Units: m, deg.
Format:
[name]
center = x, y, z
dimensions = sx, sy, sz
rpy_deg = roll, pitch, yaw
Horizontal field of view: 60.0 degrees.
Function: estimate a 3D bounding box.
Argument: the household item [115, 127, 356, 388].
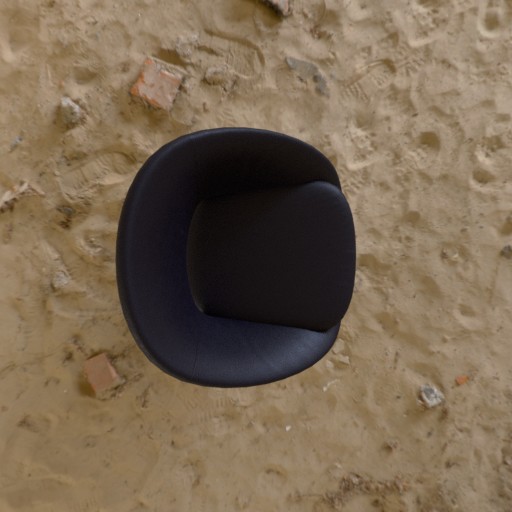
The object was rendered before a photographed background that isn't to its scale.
[household item]
center = 0.000, 0.000, 1.286
dimensions = 0.573, 0.852, 0.623
rpy_deg = 0, 91, -1
